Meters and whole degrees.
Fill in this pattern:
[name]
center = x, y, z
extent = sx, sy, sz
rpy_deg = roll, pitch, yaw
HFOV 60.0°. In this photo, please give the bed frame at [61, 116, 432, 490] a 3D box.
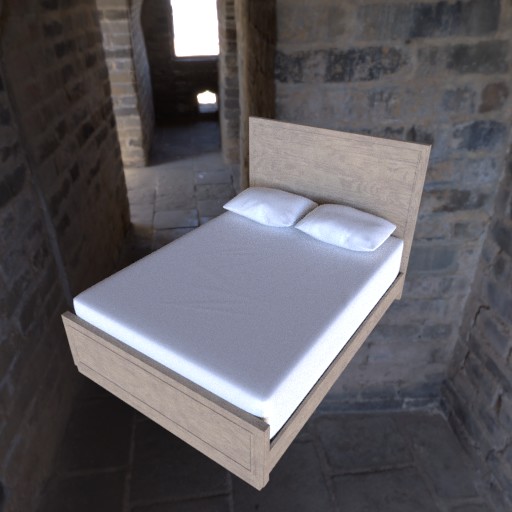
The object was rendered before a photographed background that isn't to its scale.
[bed frame]
center = 0.000, 0.000, 3.200
extent = 1.606, 1.369, 2.189
rpy_deg = 19, 35, 29
